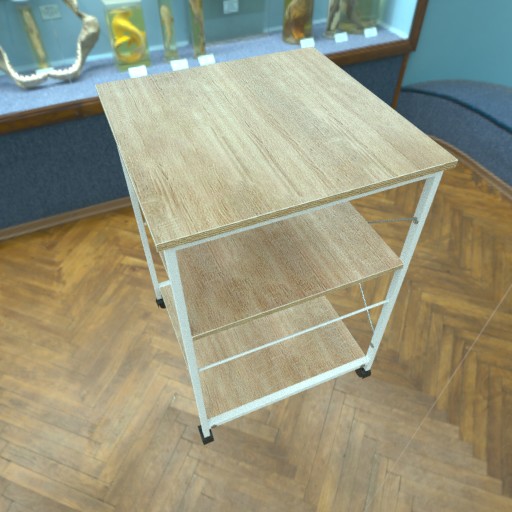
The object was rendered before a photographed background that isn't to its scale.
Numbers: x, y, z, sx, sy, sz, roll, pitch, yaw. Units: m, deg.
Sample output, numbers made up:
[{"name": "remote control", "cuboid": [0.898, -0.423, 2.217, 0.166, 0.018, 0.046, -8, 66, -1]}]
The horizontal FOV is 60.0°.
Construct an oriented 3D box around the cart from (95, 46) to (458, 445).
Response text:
[{"name": "cart", "cuboid": [0.000, 0.000, 1.118, 0.520, 0.762, 0.521, -17, 49, -16]}]
